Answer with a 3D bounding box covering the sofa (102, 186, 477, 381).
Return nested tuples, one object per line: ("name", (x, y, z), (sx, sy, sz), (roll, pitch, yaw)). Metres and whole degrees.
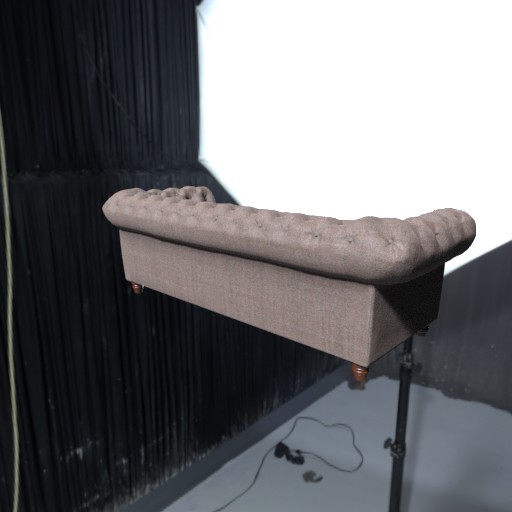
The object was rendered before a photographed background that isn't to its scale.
("sofa", (0.000, 0.000, 2.869), (2.385, 0.787, 0.944), (12, 18, 42))
